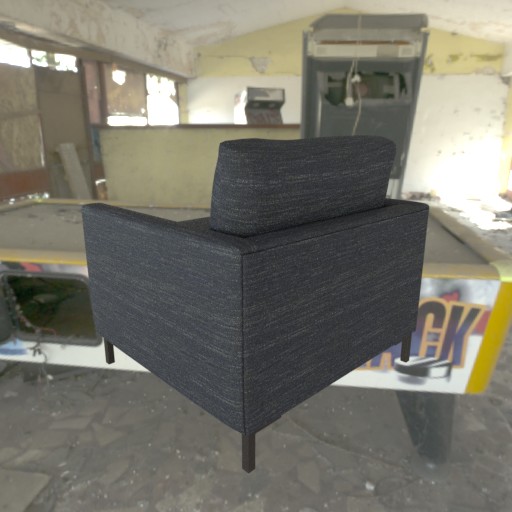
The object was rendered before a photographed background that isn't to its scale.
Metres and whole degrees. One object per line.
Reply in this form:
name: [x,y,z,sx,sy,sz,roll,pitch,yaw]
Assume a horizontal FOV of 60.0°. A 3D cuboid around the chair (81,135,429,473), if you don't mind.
chair: [0.000,0.000,1.639,0.963,0.861,0.866,-14,21,-42]
